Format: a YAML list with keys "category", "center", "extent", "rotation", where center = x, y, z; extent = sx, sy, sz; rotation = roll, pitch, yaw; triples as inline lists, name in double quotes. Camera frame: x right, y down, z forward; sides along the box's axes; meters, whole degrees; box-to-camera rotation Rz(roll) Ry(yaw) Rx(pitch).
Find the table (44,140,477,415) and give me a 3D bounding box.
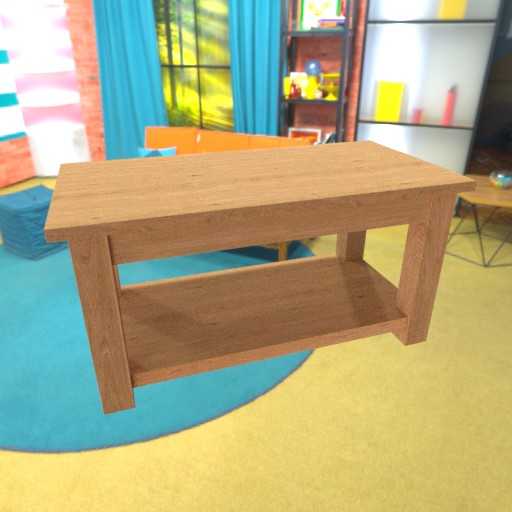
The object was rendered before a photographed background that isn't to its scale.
- category: "table"
  center: [0.000, 0.000, 1.163]
  extent: [0.899, 0.452, 0.450]
  rotation: [-8, 28, -16]
